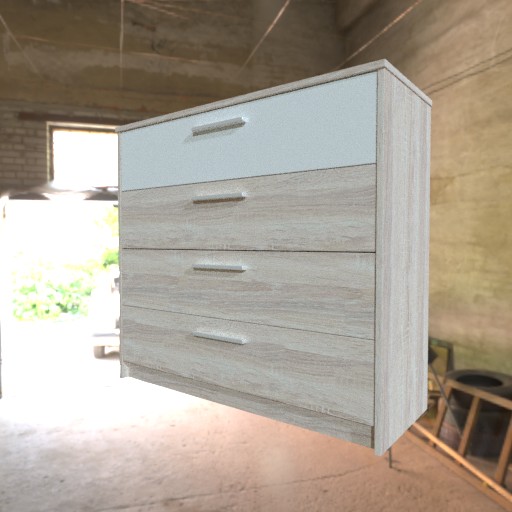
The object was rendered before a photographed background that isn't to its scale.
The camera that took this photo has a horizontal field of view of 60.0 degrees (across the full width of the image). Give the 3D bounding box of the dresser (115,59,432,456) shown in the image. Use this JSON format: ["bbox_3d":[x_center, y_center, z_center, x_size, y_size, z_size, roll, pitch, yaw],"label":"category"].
[{"bbox_3d":[0.000,0.000,1.429,0.980,0.900,0.380,1,2,37],"label":"dresser"}]
